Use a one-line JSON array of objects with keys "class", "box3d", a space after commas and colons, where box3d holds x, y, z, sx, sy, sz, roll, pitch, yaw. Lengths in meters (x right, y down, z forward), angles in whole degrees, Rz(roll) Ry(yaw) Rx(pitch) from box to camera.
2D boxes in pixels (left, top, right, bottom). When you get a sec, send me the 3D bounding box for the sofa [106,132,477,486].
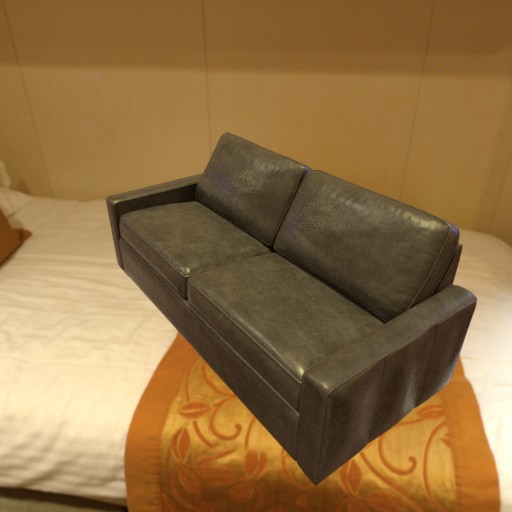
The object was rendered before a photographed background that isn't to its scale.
[{"class": "sofa", "box3d": [0.000, 0.000, 2.476, 0.939, 0.916, 2.081, -21, 37, -31]}]
